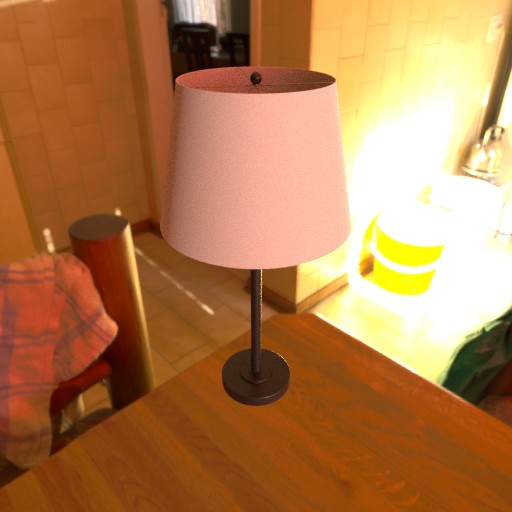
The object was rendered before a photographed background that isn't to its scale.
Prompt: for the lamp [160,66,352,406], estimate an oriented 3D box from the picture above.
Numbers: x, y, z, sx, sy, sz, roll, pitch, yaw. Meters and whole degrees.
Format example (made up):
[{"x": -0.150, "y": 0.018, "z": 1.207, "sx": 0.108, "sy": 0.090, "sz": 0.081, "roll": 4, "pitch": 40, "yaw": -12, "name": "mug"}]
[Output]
[{"x": 0.000, "y": 0.000, "z": 0.897, "sx": 0.363, "sy": 0.696, "sz": 0.363, "roll": 0, "pitch": 31, "yaw": 0, "name": "lamp"}]
